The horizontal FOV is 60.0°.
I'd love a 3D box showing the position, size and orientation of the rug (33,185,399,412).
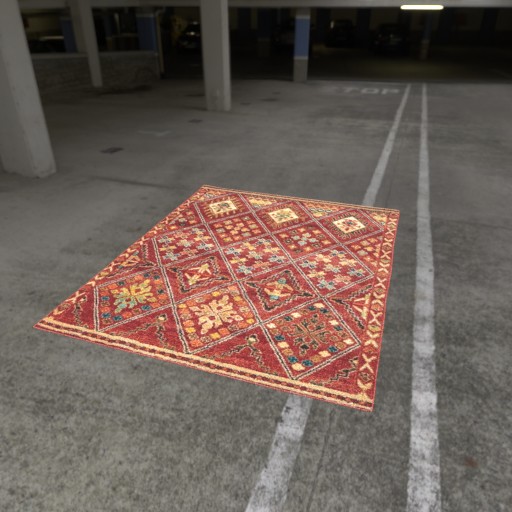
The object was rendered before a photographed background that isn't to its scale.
[{"bbox_3d":[0.000,0.000,4.225,2.489,0.030,3.086,10,31,16],"label":"rug"}]
